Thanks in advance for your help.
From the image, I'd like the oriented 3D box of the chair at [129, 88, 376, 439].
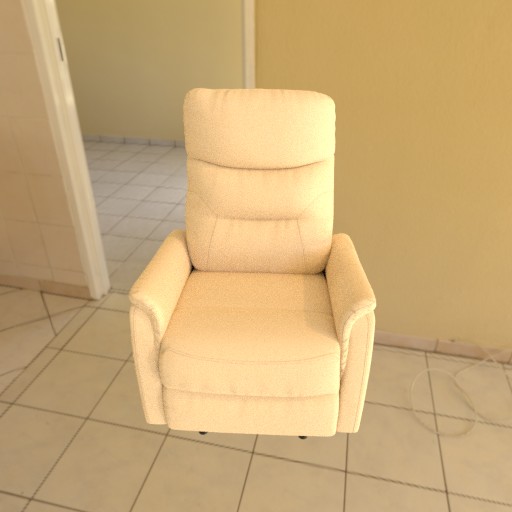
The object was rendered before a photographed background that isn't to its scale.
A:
[{"bbox_3d":[0.000,0.000,1.636,0.775,1.082,0.831,2,30,3],"label":"chair"}]
